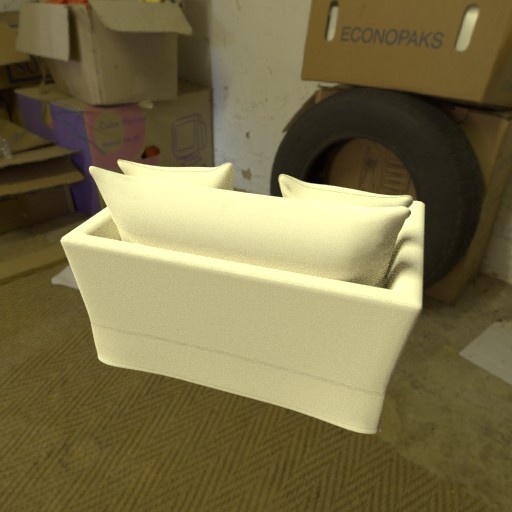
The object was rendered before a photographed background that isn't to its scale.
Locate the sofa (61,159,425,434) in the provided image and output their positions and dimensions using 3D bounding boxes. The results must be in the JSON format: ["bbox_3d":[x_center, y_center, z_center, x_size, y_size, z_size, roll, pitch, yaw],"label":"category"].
[{"bbox_3d":[0.000,0.000,2.329,1.608,1.039,1.026,10,33,16],"label":"sofa"}]
